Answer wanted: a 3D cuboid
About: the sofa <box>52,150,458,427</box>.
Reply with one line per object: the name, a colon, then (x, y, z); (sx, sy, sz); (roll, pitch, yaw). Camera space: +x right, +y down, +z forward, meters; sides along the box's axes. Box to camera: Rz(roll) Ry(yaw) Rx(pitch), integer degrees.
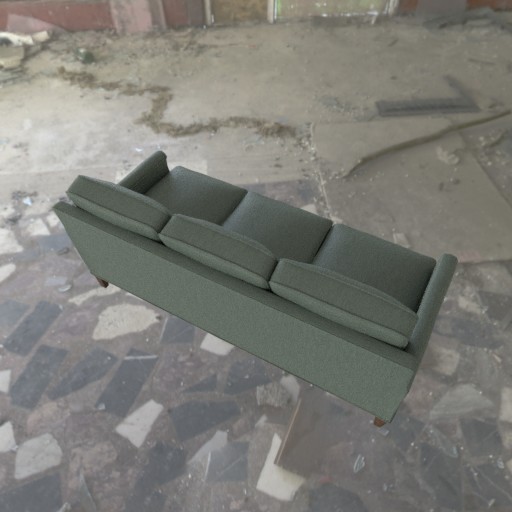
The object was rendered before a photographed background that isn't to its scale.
sofa: (0.000, 0.000, 2.810); (2.246, 1.003, 1.084); (23, 52, 19)
